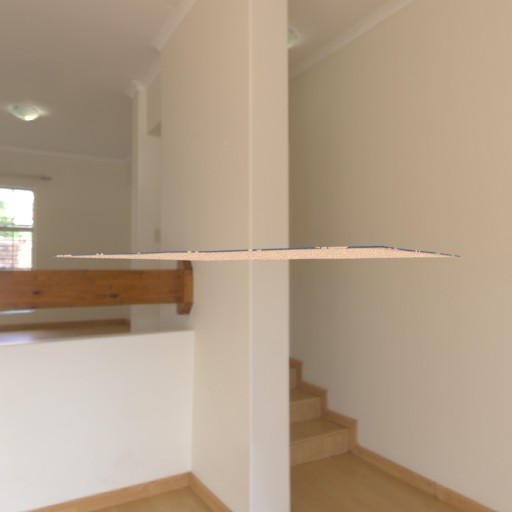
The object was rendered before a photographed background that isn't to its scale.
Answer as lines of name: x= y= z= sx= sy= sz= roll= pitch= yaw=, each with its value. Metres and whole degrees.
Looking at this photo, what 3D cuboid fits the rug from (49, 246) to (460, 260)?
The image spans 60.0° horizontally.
rug: x=0.000 y=0.000 z=2.794 sx=2.135 sy=0.013 sz=1.524 roll=-1 pitch=-2 yaw=34
